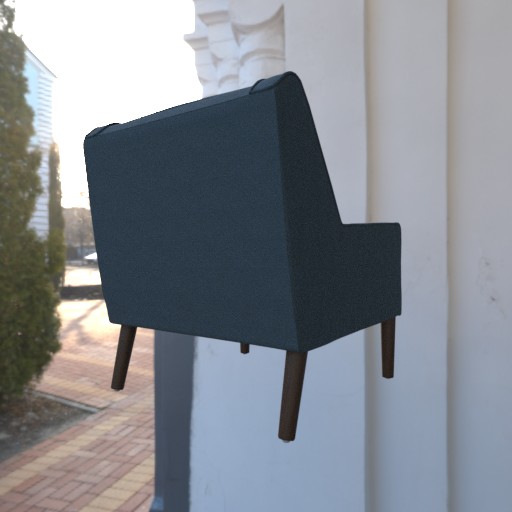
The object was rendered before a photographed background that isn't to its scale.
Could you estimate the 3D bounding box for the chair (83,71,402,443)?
[{"bbox_3d":[0.000,0.000,1.320,0.663,0.780,0.733,0,0,37],"label":"chair"}]
